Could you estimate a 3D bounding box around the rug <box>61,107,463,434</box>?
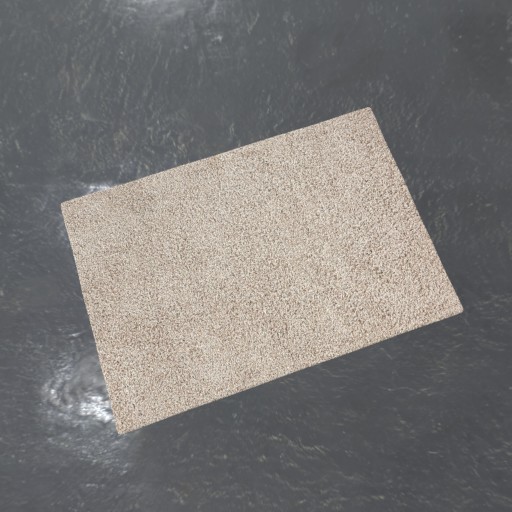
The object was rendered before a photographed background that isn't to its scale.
[{"bbox_3d":[0.000,0.000,2.285,1.778,0.030,1.219,-18,76,-5],"label":"rug"}]
